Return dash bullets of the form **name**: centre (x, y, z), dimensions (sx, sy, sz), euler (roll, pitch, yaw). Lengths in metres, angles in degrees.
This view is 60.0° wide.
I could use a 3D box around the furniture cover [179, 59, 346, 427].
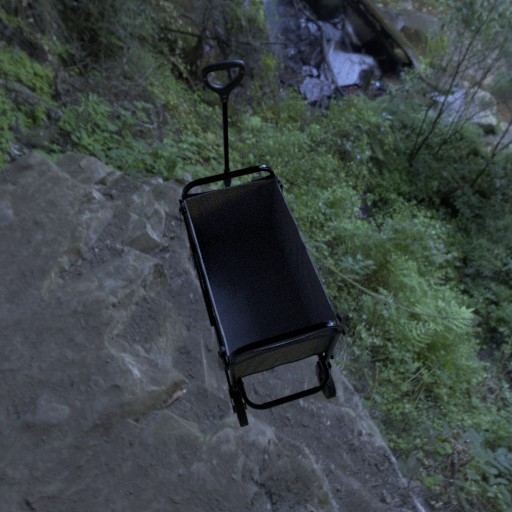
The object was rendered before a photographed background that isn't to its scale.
- **furniture cover**: centre (0.000, 0.000, 1.828), dimensions (0.532, 1.295, 1.038), euler (-15, 59, -9)
